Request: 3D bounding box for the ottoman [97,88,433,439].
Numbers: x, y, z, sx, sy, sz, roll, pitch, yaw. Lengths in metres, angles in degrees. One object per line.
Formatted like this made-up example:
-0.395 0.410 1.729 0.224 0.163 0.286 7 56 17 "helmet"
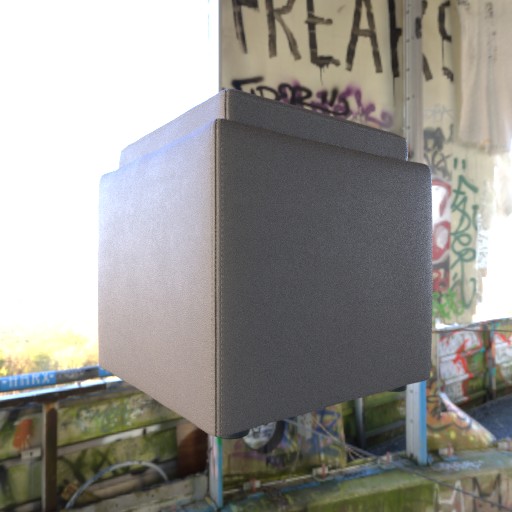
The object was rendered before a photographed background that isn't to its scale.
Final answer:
0.000 0.000 0.808 0.450 0.460 0.451 0 -1 -37 "ottoman"
